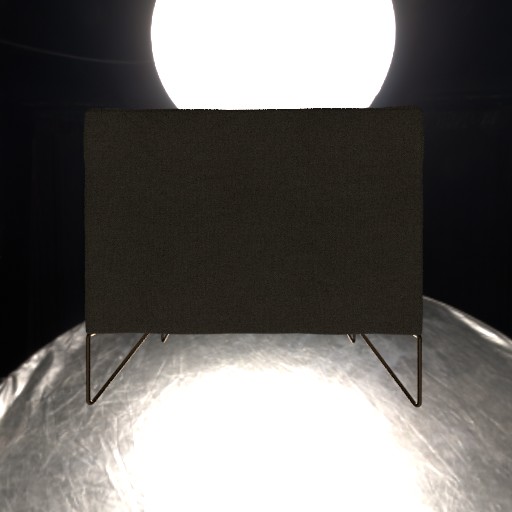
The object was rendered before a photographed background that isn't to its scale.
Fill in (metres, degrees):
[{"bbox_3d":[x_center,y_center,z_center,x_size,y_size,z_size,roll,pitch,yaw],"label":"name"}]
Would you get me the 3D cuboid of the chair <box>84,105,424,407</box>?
[{"bbox_3d":[0.000,0.000,1.605,0.920,0.799,0.912,0,0,1],"label":"chair"}]
